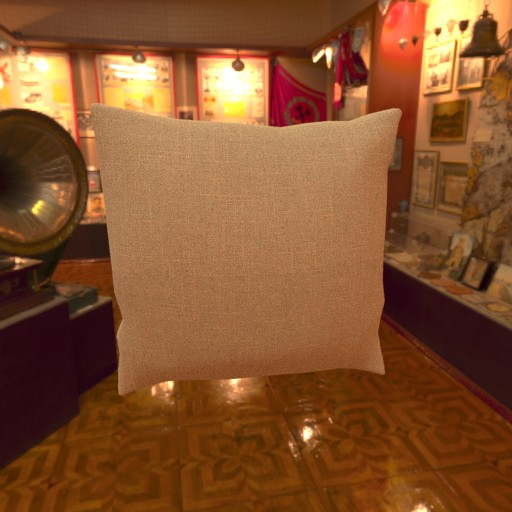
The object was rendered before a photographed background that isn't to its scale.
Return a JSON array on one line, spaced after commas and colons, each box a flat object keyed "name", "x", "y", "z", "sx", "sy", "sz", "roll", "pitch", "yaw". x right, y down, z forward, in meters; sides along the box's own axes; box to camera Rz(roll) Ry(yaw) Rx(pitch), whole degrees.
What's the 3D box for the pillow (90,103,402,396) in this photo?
[{"name": "pillow", "x": 0.000, "y": 0.000, "z": 0.773, "sx": 0.508, "sy": 0.498, "sz": 0.215, "roll": -2, "pitch": 15, "yaw": -9}]
